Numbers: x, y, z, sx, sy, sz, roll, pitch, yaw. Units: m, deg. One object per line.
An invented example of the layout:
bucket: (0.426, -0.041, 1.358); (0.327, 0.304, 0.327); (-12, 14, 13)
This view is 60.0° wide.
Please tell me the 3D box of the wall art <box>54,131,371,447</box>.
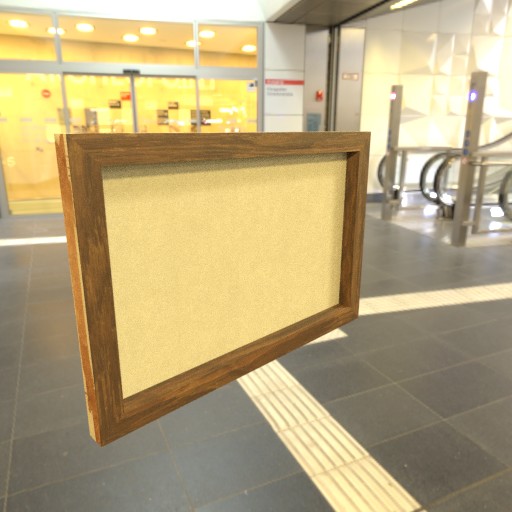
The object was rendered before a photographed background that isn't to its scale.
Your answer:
wall art: (0.000, 0.000, 0.753); (0.609, 0.405, 0.035); (-15, 22, -42)
